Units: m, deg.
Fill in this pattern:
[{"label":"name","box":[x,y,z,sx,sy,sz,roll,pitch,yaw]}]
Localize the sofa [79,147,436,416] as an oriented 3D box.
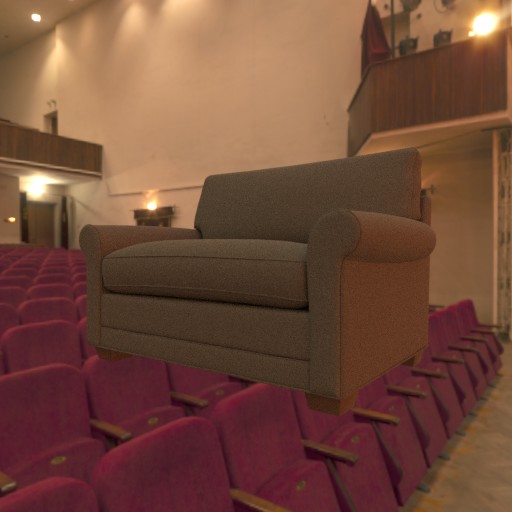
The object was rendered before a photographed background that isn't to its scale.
[{"label":"sofa","box":[0.000,0.000,2.016,1.410,0.953,0.940,0,1,36]}]
